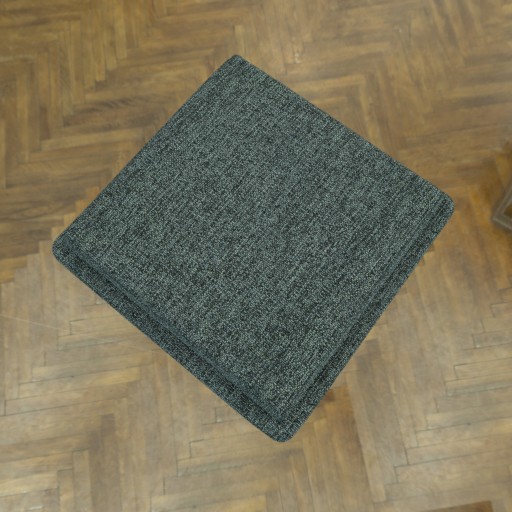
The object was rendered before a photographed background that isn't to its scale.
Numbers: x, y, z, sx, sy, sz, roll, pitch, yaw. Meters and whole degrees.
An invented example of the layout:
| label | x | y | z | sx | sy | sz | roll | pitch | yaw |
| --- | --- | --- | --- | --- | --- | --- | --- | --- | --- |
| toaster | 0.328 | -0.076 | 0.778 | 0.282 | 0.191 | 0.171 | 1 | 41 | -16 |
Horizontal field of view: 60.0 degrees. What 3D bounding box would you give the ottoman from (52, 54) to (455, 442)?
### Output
| label | x | y | z | sx | sy | sz | roll | pitch | yaw |
| --- | --- | --- | --- | --- | --- | --- | --- | --- | --- |
| ottoman | 0.000 | 0.000 | 0.828 | 0.450 | 0.463 | 0.450 | 37 | 78 | 9 |
